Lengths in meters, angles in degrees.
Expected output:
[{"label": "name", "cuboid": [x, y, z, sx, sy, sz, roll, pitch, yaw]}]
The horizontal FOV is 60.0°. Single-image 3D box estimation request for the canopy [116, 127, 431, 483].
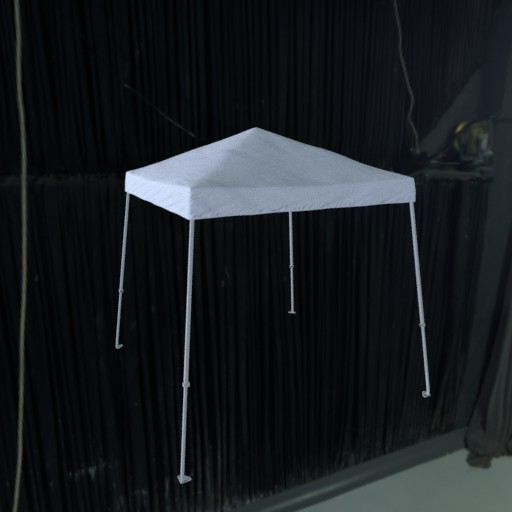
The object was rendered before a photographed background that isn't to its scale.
[{"label": "canopy", "cuboid": [0.000, 0.000, 6.461, 3.599, 3.600, 3.600, -7, 16, -26]}]
